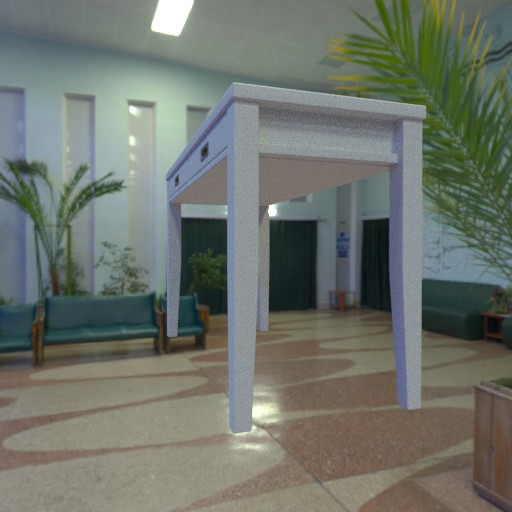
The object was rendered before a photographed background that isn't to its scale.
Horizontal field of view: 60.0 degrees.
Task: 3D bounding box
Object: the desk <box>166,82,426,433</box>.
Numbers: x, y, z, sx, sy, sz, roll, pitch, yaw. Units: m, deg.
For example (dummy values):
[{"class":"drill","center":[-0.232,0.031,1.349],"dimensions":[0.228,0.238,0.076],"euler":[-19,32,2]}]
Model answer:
[{"class":"desk","center":[0.000,0.000,1.627],"dimensions":[0.508,0.775,1.220],"euler":[0,1,-18]}]
